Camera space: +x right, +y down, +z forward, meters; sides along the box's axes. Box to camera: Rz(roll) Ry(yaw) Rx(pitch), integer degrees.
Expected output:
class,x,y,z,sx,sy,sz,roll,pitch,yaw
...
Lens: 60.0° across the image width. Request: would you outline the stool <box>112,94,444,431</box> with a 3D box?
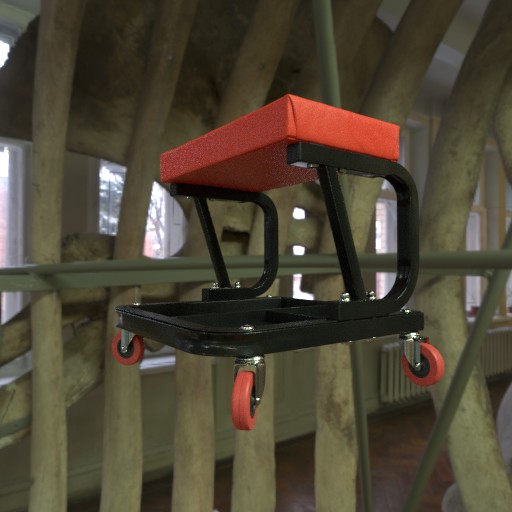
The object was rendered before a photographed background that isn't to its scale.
class,x,y,z,sx,sy,sz,roll,pitch,yaw
stool,0.000,0.000,0.712,0.371,0.380,0.446,0,-1,-36
